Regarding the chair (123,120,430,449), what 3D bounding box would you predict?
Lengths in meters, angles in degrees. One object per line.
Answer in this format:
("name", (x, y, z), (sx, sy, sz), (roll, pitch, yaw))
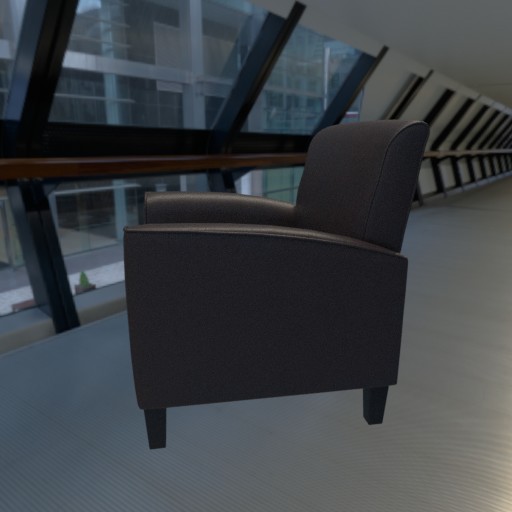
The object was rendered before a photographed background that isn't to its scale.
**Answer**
("chair", (0.000, 0.000, 1.565), (0.819, 0.916, 0.820), (-3, 15, -9))
